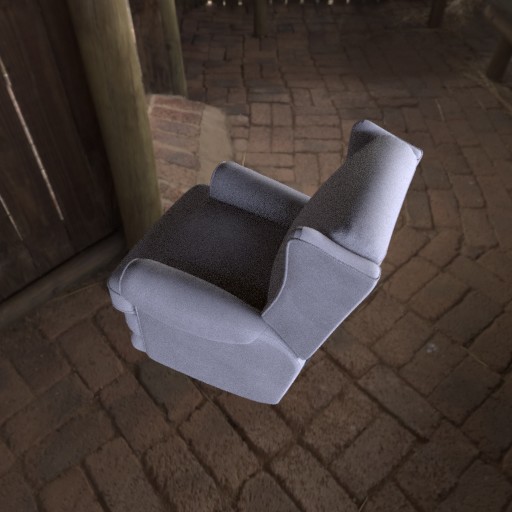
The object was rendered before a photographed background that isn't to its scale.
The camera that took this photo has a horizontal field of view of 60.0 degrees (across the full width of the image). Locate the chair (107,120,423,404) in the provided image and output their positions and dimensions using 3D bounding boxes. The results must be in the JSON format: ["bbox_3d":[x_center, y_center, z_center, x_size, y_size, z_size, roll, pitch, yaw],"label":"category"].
[{"bbox_3d":[0.000,0.000,1.749,0.969,1.011,0.847,18,48,17],"label":"chair"}]
